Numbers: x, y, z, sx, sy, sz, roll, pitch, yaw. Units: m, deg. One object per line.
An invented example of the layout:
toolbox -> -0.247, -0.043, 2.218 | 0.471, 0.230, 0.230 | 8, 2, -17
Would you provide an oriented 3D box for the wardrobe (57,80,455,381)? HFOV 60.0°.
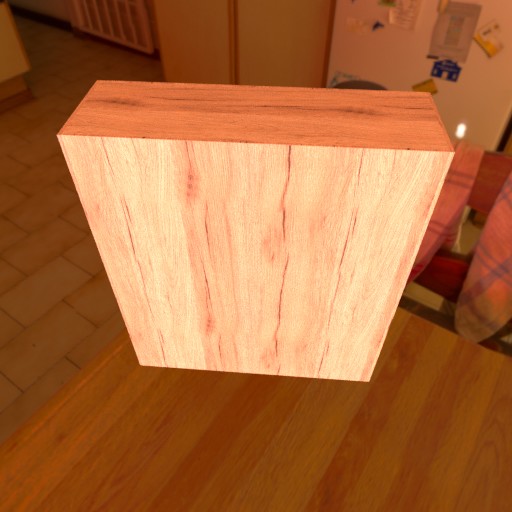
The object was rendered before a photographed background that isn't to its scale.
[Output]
wardrobe -> 0.000, 0.000, 2.952 | 1.810, 2.070, 0.580 | 3, 46, 3
